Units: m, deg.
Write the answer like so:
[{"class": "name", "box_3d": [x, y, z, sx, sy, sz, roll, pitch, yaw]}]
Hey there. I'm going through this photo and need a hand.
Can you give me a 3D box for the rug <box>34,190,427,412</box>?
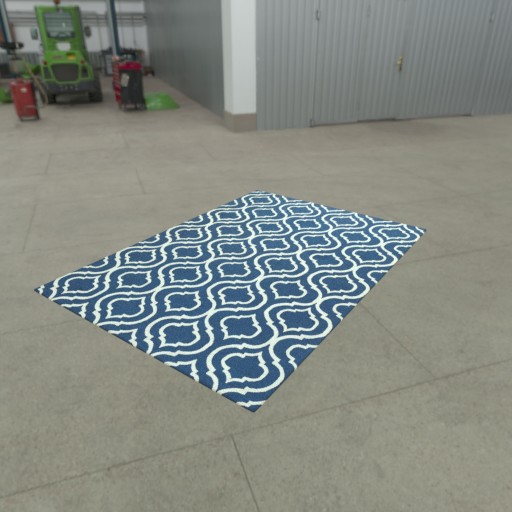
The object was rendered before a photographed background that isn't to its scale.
[{"class": "rug", "box_3d": [0.000, 0.000, 2.844, 1.524, 0.010, 2.134, 18, 32, 31]}]
